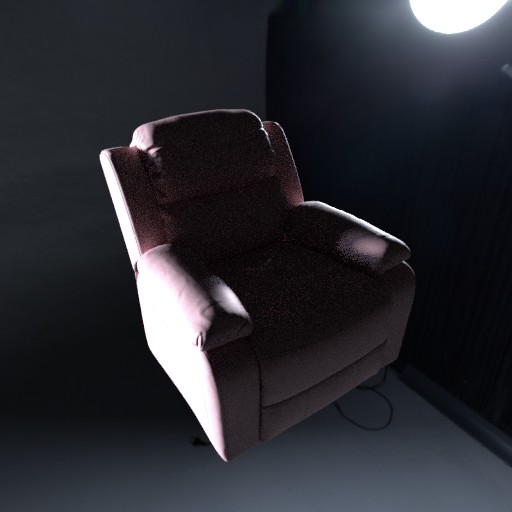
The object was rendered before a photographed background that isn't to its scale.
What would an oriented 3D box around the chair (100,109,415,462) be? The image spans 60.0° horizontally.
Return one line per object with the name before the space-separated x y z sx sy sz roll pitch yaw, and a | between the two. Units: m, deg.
chair | 0.000 0.000 1.274 0.680 0.702 0.709 -20 35 -30
